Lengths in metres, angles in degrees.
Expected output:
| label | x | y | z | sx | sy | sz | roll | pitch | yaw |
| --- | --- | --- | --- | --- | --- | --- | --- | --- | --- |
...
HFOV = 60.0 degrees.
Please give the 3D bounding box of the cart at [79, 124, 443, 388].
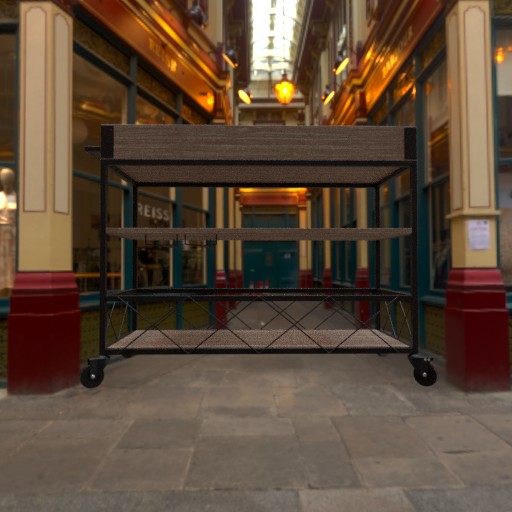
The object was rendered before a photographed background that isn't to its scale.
| label | x | y | z | sx | sy | sz | roll | pitch | yaw |
| --- | --- | --- | --- | --- | --- | --- | --- | --- | --- |
| cart | 0.000 | 0.000 | 1.538 | 1.101 | 0.787 | 0.500 | 0 | -1 | -1 |
